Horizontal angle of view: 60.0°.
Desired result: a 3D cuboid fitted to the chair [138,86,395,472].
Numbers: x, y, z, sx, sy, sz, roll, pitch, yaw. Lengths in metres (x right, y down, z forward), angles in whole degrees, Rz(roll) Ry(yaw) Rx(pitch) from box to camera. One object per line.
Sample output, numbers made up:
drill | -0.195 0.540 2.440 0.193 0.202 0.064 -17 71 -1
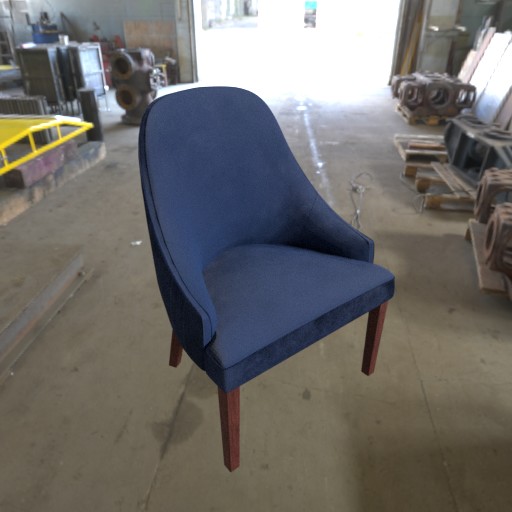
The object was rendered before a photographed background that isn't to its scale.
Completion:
chair | 0.000 0.000 1.320 0.643 0.889 0.575 -21 36 -33
